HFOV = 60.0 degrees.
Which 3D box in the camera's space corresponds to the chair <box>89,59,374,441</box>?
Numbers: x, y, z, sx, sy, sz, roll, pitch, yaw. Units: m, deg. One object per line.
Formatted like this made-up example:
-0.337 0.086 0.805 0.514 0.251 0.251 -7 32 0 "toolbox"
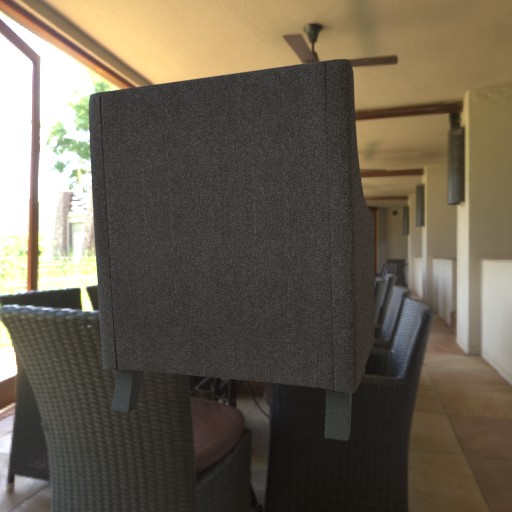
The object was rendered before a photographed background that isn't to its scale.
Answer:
0.000 0.000 1.586 0.776 0.967 0.884 0 0 18 "chair"
